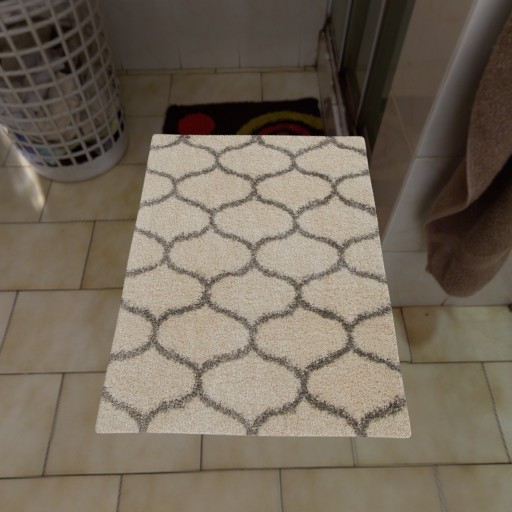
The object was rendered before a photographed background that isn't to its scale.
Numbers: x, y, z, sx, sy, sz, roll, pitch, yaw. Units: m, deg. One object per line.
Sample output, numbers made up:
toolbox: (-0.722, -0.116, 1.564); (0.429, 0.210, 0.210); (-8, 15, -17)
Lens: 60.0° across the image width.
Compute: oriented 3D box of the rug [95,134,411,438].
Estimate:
rug: (0.000, 0.000, 2.097); (1.200, 0.025, 1.600); (1, 58, 0)
